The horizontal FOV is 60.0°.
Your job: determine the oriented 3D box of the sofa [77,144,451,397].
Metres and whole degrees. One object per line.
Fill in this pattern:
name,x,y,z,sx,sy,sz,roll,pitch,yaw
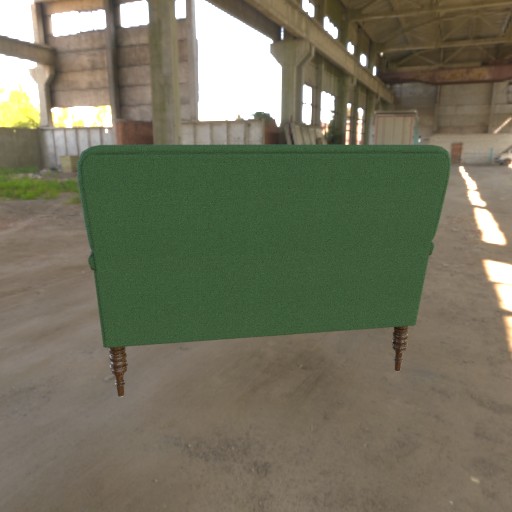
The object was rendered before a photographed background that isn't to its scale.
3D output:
sofa,0.000,0.000,1.823,1.297,0.889,0.779,-2,14,-10
